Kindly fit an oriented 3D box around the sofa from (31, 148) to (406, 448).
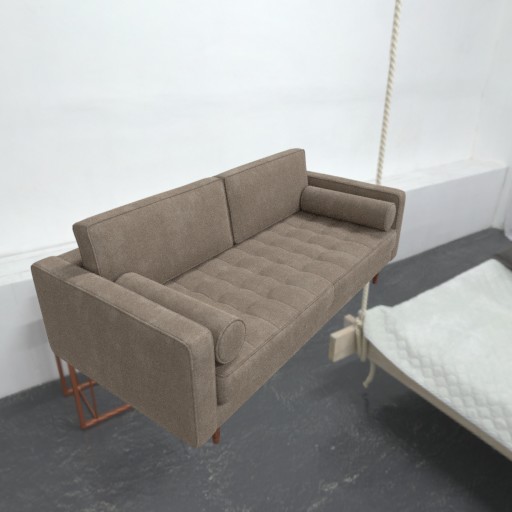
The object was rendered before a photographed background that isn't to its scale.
[{"bbox_3d":[0.000,0.000,2.275,0.920,0.769,1.883,18,32,32],"label":"sofa"}]
